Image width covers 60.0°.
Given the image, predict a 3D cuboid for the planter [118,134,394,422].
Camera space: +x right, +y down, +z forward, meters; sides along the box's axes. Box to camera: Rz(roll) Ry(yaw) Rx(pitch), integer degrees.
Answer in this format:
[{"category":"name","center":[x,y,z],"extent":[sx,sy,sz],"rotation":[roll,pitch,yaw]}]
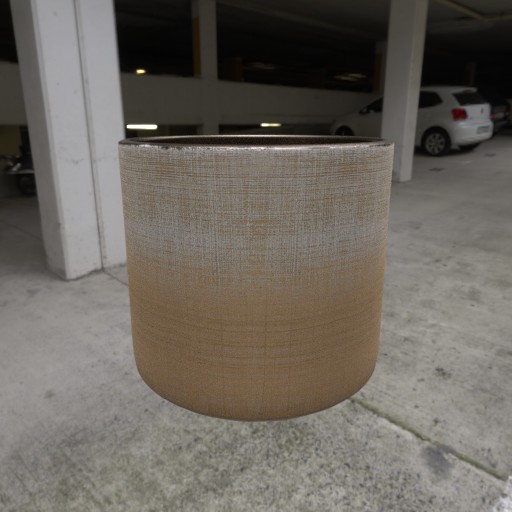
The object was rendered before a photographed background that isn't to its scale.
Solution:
[{"category":"planter","center":[0.000,0.000,0.391],"extent":[0.221,0.201,0.221],"rotation":[0,17,0]}]
